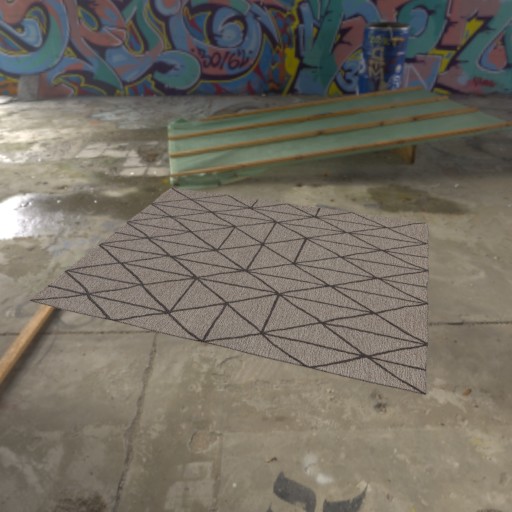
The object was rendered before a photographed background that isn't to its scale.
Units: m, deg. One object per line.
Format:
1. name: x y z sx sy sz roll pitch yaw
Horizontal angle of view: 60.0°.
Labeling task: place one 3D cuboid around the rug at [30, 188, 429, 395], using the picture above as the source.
1. rug: 0.000 0.000 4.139 3.061 0.022 2.468 10 33 16
